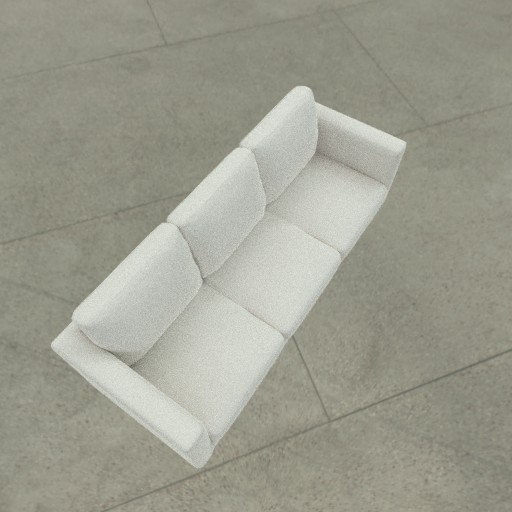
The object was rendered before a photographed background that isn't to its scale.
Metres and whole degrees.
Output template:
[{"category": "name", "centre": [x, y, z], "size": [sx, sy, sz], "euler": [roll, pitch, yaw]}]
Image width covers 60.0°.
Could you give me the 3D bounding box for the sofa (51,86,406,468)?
[{"category": "sofa", "centre": [0.000, 0.000, 2.445], "size": [0.802, 0.912, 2.029], "euler": [30, 63, 17]}]
